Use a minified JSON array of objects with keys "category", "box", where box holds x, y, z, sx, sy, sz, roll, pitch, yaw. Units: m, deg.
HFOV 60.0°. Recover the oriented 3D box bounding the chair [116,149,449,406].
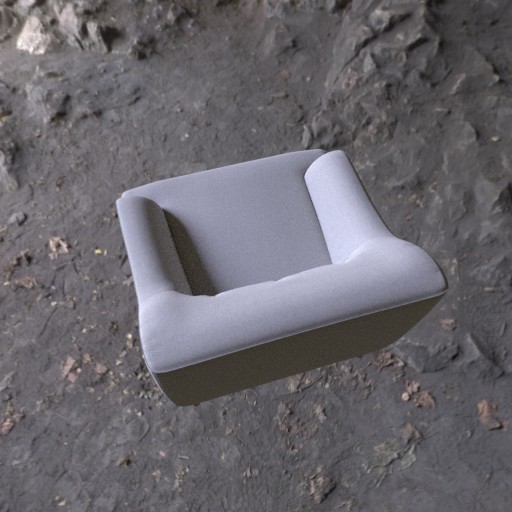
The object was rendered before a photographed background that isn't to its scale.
[{"category":"chair","box":[0.000,0.000,1.662,0.946,0.818,0.951,-14,60,-8]}]
